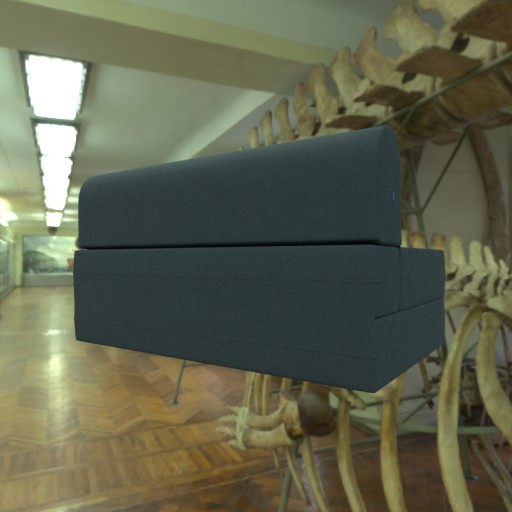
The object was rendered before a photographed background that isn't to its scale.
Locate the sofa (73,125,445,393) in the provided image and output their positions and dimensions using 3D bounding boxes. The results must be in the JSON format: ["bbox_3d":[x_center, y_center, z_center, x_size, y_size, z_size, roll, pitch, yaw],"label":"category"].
[{"bbox_3d":[0.000,0.000,1.688,1.219,0.660,0.762,0,0,35],"label":"sofa"}]
